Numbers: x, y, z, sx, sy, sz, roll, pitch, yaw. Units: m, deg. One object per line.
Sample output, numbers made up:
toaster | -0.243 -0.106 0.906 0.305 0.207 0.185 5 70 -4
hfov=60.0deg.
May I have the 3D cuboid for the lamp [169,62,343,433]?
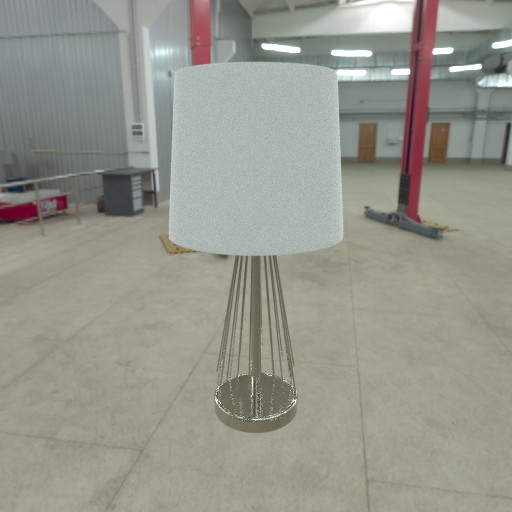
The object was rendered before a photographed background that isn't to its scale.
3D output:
lamp | 0.000 0.000 0.794 0.303 0.618 0.303 0 15 0
